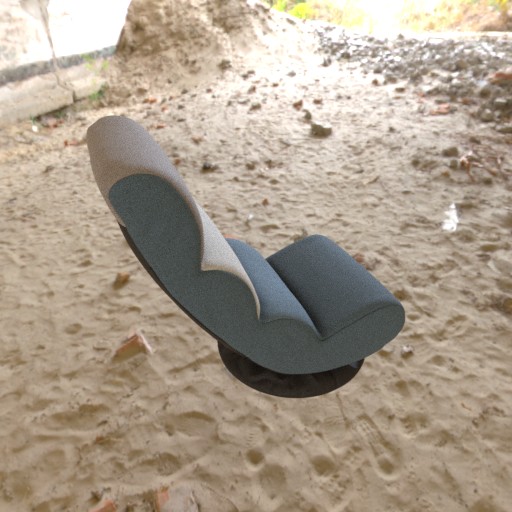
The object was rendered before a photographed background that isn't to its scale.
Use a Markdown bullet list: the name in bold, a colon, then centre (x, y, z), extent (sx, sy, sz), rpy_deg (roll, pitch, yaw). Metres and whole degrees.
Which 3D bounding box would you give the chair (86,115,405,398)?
- **chair**: centre (0.000, 0.000, 1.068), extent (0.661, 0.641, 0.420), rpy_deg (-11, 33, -18)
